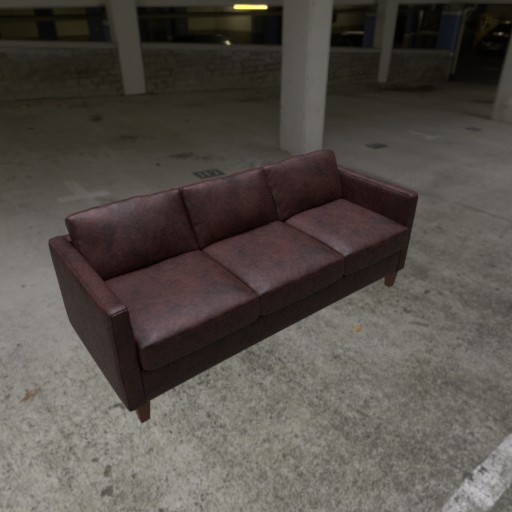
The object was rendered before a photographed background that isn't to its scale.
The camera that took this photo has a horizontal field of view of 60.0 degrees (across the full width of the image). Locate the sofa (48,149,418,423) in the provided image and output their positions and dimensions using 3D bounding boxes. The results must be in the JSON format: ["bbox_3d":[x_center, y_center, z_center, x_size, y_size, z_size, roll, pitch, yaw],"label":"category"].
[{"bbox_3d":[0.000,0.000,3.164,2.464,1.006,1.045,-21,36,-32],"label":"sofa"}]
